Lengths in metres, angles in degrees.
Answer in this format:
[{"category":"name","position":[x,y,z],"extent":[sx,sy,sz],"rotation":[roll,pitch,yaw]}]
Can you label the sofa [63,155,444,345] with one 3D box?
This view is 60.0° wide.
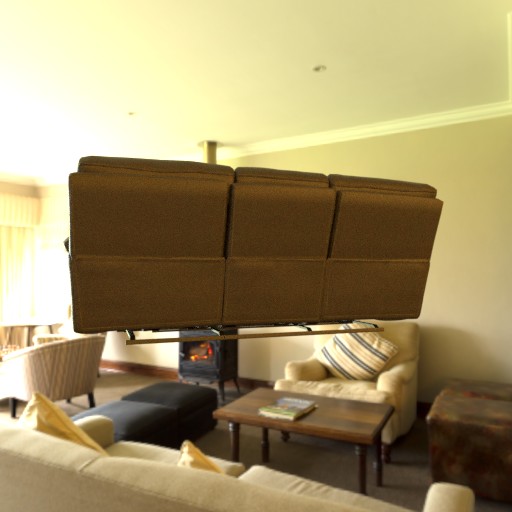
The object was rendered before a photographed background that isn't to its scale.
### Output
[{"category":"sofa","position":[0.000,0.000,3.284],"extent":[2.627,1.134,1.104],"rotation":[1,-2,-19]}]
